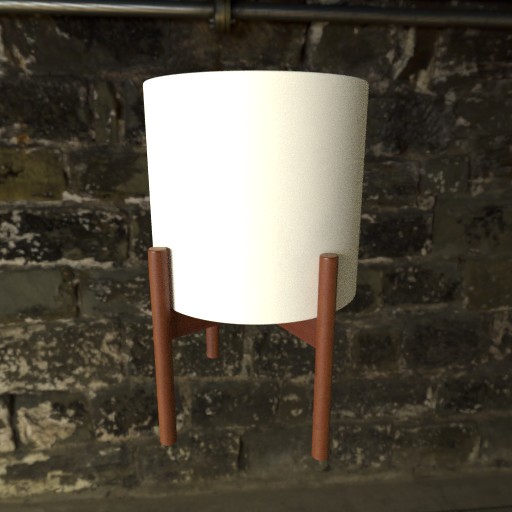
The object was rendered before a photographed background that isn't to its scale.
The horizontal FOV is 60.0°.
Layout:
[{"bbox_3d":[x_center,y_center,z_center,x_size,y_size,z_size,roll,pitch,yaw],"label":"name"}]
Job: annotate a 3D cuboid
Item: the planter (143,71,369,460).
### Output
[{"bbox_3d":[0.000,0.000,0.931,0.417,0.670,0.417,2,15,9],"label":"planter"}]
